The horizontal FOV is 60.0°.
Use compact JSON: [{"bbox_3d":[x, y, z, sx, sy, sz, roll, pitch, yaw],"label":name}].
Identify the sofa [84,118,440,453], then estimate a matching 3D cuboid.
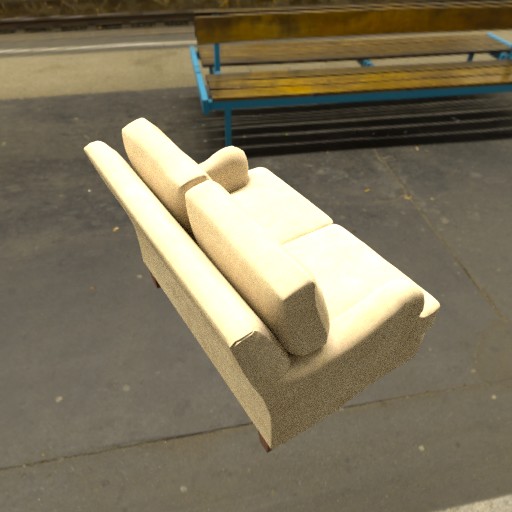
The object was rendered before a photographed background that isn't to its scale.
[{"bbox_3d":[0.000,0.000,2.215,1.086,1.087,1.498,-23,46,-24],"label":"sofa"}]
